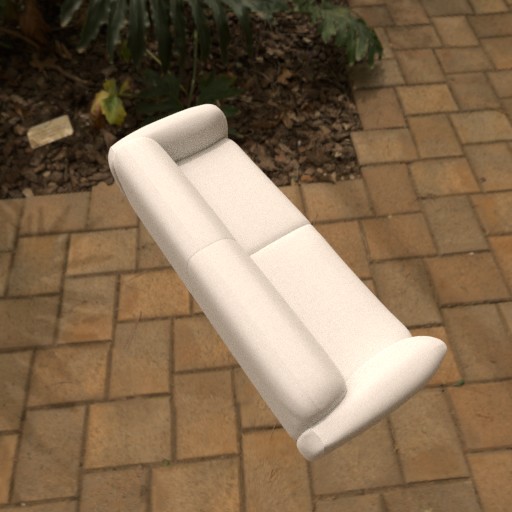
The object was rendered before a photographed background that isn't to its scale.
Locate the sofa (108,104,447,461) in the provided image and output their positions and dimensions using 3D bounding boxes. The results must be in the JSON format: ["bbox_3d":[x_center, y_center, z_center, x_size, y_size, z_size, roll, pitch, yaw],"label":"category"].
[{"bbox_3d":[0.000,0.000,2.658,0.880,0.780,2.257,-31,64,-17],"label":"sofa"}]
